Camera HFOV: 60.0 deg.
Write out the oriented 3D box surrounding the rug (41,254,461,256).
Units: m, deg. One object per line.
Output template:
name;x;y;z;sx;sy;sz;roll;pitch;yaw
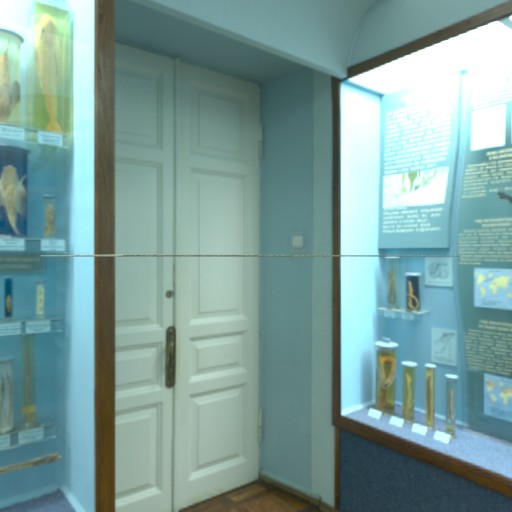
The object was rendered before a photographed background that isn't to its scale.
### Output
rug;0.000;0.000;2.196;1.747;0.006;1.143;0;0;-36
